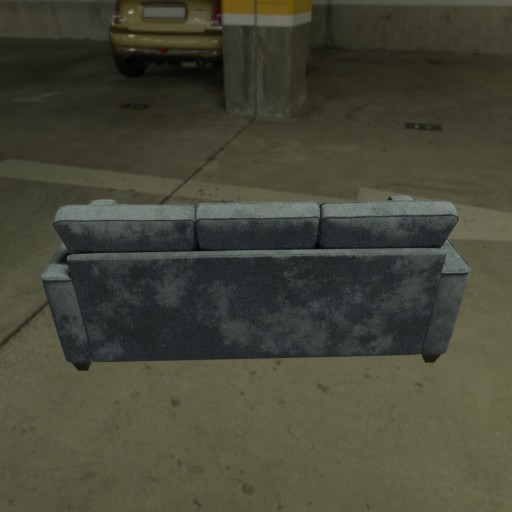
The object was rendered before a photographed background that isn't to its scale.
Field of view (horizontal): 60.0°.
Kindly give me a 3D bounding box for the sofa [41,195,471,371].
[{"bbox_3d":[0.000,0.000,2.635,2.133,0.965,0.939,-1,31,-2],"label":"sofa"}]
